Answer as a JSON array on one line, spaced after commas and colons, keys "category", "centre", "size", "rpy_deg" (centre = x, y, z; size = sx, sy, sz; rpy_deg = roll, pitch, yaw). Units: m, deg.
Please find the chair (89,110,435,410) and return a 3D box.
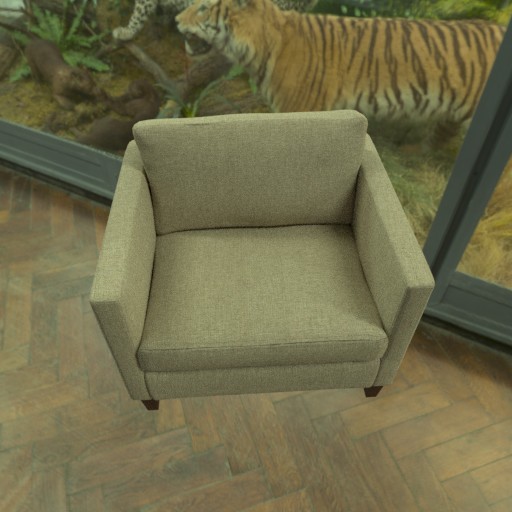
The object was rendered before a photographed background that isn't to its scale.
[{"category": "chair", "centre": [0.000, 0.000, 1.872], "size": [1.107, 0.987, 0.959], "rpy_deg": [-3, 46, -3]}]
